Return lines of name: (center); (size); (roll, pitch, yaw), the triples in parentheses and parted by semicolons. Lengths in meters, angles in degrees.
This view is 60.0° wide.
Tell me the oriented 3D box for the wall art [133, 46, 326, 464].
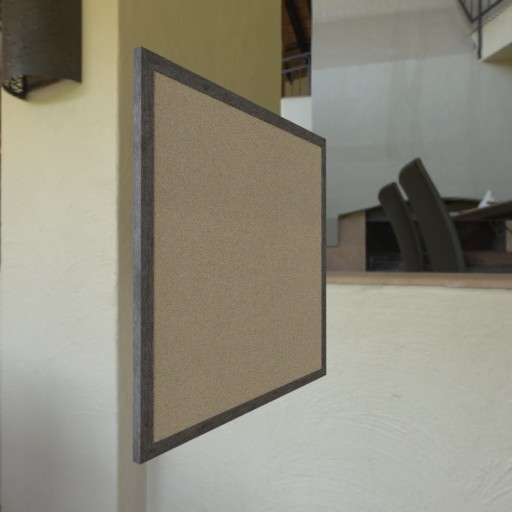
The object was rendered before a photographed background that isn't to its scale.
wall art: (0.000, 0.000, 0.675); (0.013, 0.457, 0.457); (0, -1, 35)
